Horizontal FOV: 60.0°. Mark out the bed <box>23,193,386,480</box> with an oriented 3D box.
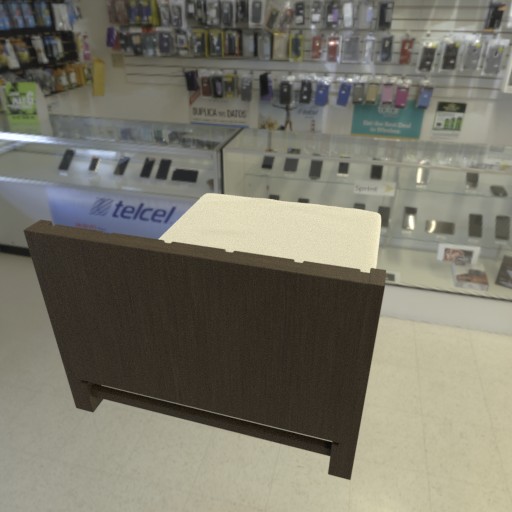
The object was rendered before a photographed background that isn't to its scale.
[{"bbox_3d":[0.000,0.000,3.216,1.727,1.270,2.242,8,31,14],"label":"bed"}]
